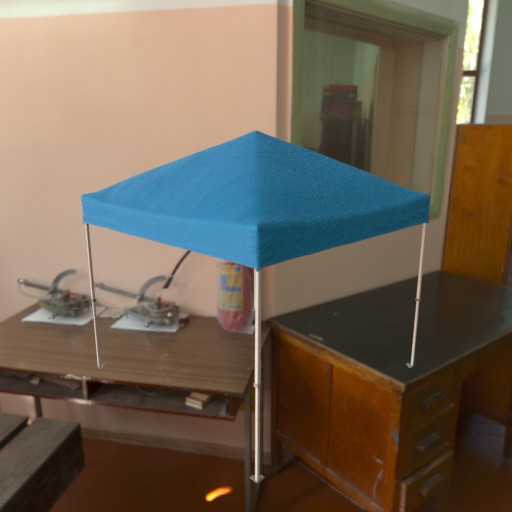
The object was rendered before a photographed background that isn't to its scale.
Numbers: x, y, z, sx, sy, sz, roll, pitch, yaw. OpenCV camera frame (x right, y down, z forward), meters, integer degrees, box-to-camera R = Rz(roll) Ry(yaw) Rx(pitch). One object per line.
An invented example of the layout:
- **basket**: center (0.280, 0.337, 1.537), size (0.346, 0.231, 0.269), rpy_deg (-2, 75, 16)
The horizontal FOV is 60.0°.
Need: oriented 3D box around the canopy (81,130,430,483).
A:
- **canopy**: center (0.000, 0.000, 5.496), size (2.998, 2.997, 2.996), rpy_deg (14, 19, 43)
